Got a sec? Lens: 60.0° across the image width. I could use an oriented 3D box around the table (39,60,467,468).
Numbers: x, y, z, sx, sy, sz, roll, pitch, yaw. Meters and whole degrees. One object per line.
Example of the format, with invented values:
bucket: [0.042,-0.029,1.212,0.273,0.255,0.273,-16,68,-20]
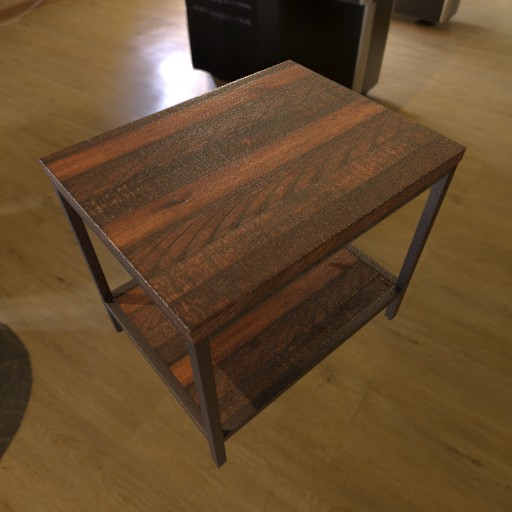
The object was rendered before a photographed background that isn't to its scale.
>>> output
table: [0.000,0.000,1.111,0.678,0.612,0.524,-32,55,-26]
